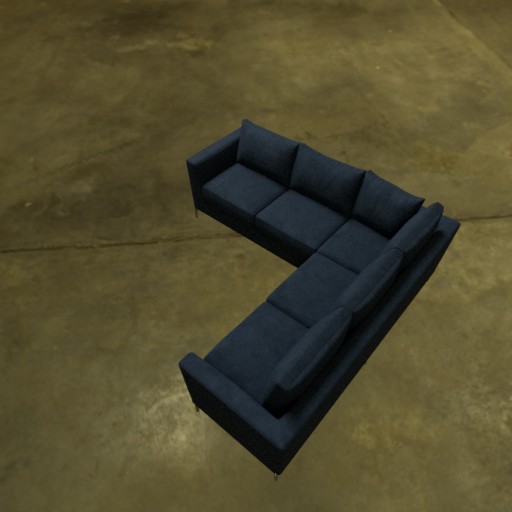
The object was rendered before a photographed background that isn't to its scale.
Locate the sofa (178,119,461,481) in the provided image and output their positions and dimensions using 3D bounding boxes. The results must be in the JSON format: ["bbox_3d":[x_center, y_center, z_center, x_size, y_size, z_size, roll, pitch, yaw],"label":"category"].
[{"bbox_3d":[0.000,0.000,3.819,2.472,0.988,2.463,31,54,27],"label":"sofa"}]
